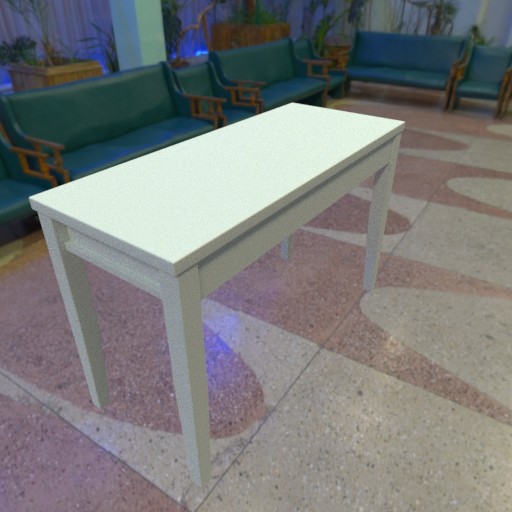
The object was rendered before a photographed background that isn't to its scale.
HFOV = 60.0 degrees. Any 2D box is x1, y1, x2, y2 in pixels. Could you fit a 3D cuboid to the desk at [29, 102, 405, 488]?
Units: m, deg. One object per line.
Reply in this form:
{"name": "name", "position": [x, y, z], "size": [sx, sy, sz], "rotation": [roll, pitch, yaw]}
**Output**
{"name": "desk", "position": [0.000, 0.000, 1.594], "size": [0.508, 0.775, 1.220], "rotation": [21, 38, 30]}
